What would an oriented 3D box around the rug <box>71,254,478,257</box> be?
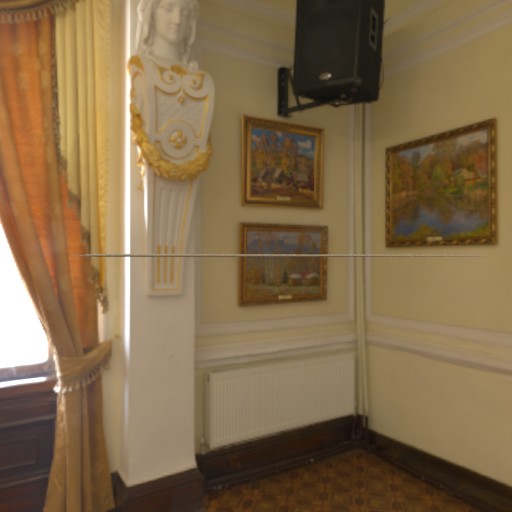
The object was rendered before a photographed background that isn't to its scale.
[{"bbox_3d":[0.000,0.000,4.154,3.051,0.013,2.380,0,0,-19],"label":"rug"}]
